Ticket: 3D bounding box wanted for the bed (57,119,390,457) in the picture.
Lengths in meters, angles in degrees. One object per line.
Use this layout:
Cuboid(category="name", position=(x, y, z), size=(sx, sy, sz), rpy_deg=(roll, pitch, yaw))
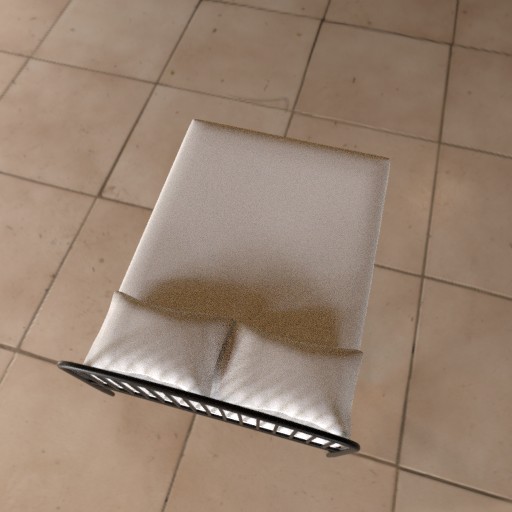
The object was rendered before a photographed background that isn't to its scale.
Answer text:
Cuboid(category="bed", position=(0.000, 0.000, 3.034), size=(1.618, 1.166, 2.159), rpy_deg=(13, 64, 6))
